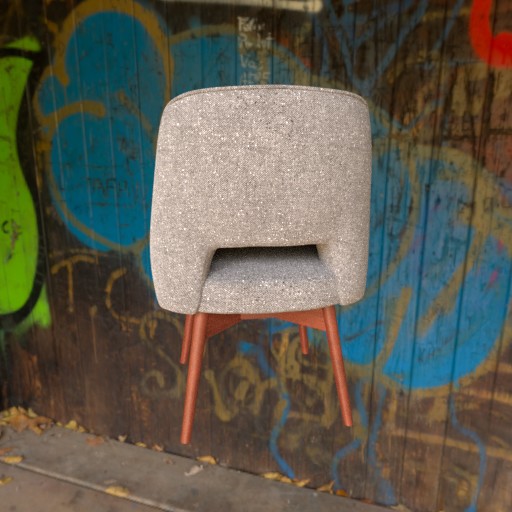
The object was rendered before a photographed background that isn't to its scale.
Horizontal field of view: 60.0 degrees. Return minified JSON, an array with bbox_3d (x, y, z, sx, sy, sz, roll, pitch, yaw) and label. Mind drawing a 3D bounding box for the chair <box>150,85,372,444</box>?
[{"bbox_3d":[0.000,0.000,1.307,0.608,0.875,0.629,-2,14,-9],"label":"chair"}]
